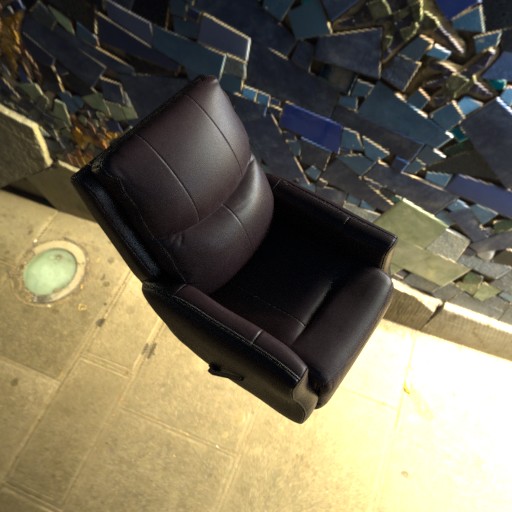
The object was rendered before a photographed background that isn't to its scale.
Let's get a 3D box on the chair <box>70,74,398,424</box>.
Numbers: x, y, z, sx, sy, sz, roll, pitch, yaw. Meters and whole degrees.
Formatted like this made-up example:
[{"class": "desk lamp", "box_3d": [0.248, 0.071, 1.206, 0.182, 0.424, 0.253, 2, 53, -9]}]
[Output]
[{"class": "chair", "box_3d": [0.000, 0.000, 1.793, 1.080, 1.030, 0.829, 32, 64, 18]}]
